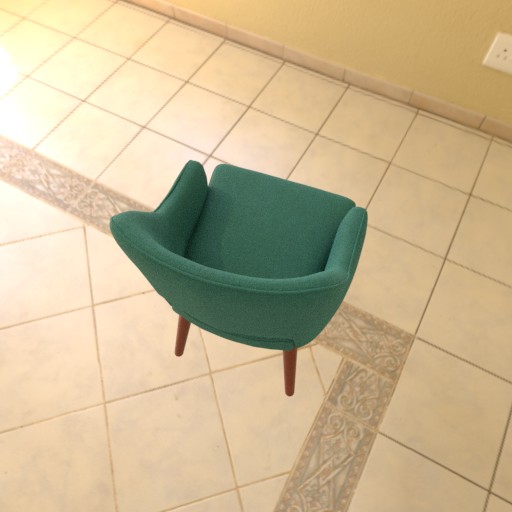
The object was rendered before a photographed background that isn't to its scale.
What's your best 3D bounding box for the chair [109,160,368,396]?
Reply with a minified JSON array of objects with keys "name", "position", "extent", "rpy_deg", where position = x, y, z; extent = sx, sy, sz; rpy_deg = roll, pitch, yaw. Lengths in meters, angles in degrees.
[{"name":"chair","position":[0.000,0.000,1.255],"extent":[0.548,0.849,0.605],"rpy_deg":[17,63,9]}]
